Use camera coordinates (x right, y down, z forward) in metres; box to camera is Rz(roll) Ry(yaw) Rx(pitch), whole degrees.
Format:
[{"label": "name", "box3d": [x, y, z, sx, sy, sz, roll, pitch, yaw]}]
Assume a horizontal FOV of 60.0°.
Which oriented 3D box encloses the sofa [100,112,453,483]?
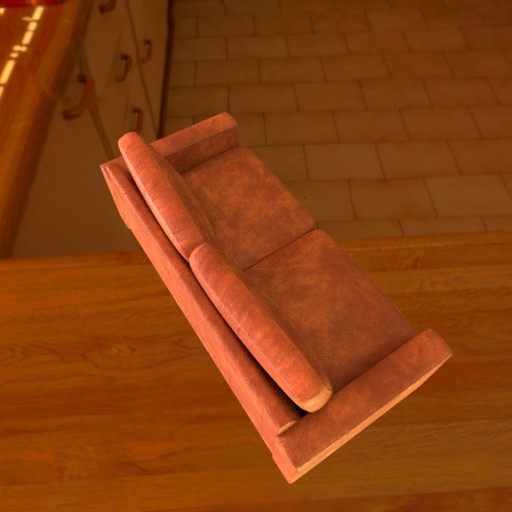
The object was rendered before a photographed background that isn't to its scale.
[{"label": "sofa", "box3d": [0.000, 0.000, 2.655, 1.016, 0.873, 2.179, -29, 62, -17]}]
